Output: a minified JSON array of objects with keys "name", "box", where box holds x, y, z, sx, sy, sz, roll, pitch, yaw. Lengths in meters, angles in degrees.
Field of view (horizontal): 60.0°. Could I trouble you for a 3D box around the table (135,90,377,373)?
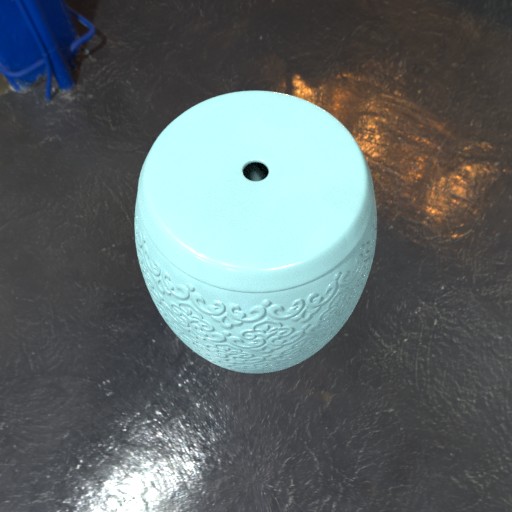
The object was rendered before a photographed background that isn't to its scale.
[{"name":"table","box":[0.000,0.000,0.633,0.309,0.397,0.309,0,63,0]}]
